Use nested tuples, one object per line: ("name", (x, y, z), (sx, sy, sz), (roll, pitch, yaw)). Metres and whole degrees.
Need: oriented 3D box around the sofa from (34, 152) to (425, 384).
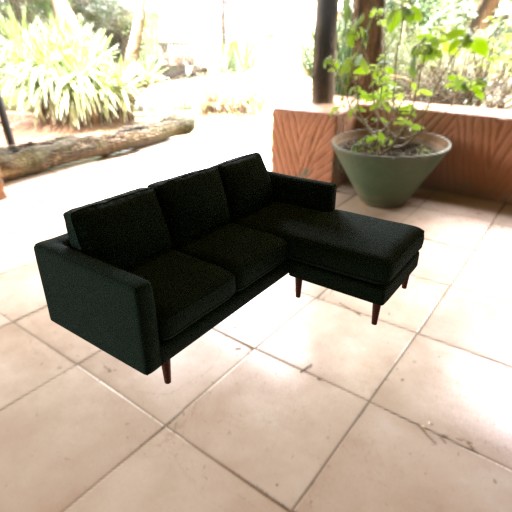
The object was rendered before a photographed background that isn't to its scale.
("sofa", (0.000, 0.000, 2.867), (1.580, 0.899, 2.030), (18, 31, 32))
